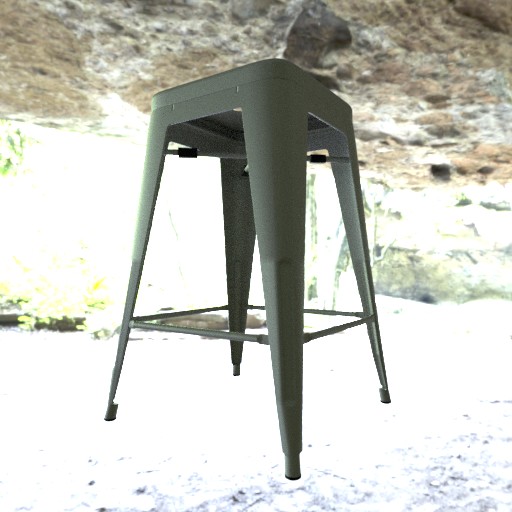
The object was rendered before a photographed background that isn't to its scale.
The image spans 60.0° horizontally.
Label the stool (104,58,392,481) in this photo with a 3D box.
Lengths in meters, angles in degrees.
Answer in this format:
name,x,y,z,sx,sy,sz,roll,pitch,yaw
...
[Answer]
name,x,y,z,sx,sy,sz,roll,pitch,yaw
stool,0.000,0.000,0.872,0.410,0.608,0.410,-1,-1,34
